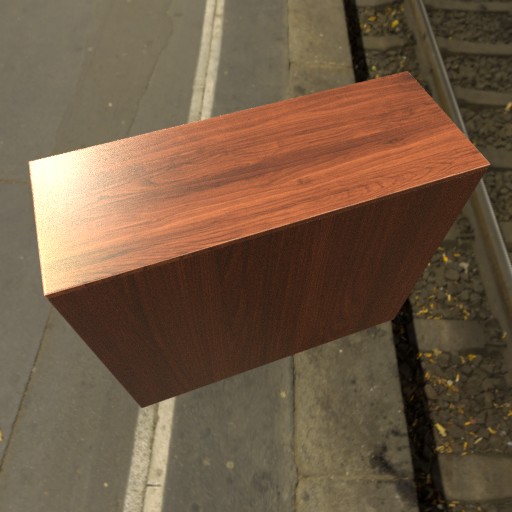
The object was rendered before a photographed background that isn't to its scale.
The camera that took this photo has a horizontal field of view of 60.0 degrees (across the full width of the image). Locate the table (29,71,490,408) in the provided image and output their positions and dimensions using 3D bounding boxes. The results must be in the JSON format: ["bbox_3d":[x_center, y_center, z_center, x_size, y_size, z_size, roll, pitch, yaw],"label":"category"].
[{"bbox_3d":[0.000,0.000,1.291,0.930,0.790,0.380,-17,59,-11],"label":"table"}]
